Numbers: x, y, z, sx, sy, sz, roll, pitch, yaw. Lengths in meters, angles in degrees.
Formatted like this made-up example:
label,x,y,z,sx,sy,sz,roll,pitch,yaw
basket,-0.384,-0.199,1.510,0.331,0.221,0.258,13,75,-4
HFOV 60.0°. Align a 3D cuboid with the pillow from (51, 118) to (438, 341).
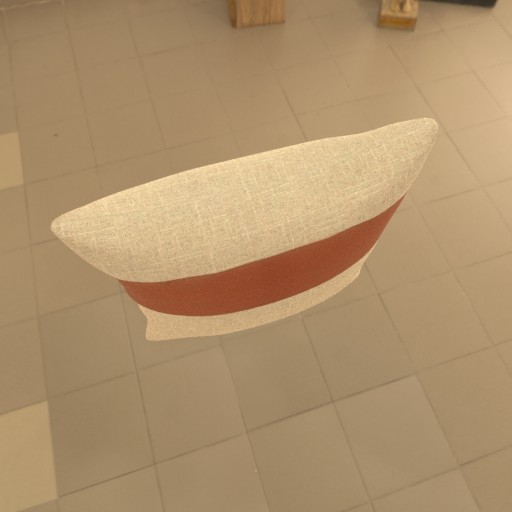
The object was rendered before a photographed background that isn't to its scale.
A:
label,x,y,z,sx,sy,sz,roll,pitch,yaw
pillow,0.000,0.000,0.627,0.414,0.399,0.173,-16,65,-8
